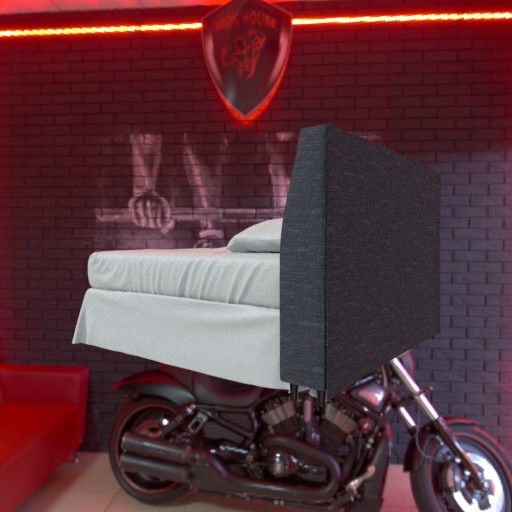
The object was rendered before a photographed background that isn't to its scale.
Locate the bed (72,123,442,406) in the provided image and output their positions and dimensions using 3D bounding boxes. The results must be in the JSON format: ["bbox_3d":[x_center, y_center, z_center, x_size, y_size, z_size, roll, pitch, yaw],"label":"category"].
[{"bbox_3d":[0.000,0.000,3.446,2.276,1.332,1.925,1,2,37],"label":"bed"}]
